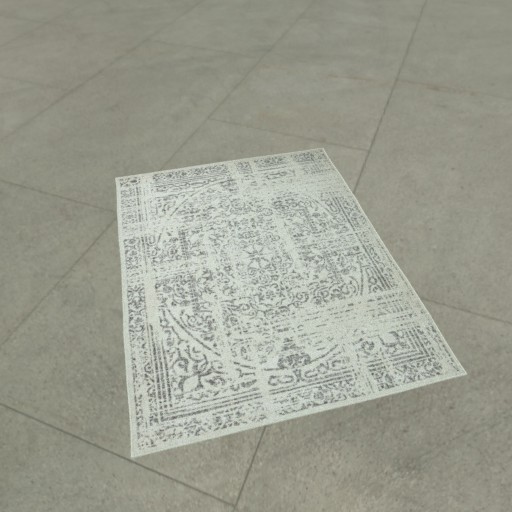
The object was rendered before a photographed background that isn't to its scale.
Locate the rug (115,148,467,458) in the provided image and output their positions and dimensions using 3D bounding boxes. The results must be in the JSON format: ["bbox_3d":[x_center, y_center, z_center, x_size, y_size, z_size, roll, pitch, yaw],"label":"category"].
[{"bbox_3d":[0.000,0.000,3.853,2.311,0.032,2.921,-10,47,-10],"label":"rug"}]
